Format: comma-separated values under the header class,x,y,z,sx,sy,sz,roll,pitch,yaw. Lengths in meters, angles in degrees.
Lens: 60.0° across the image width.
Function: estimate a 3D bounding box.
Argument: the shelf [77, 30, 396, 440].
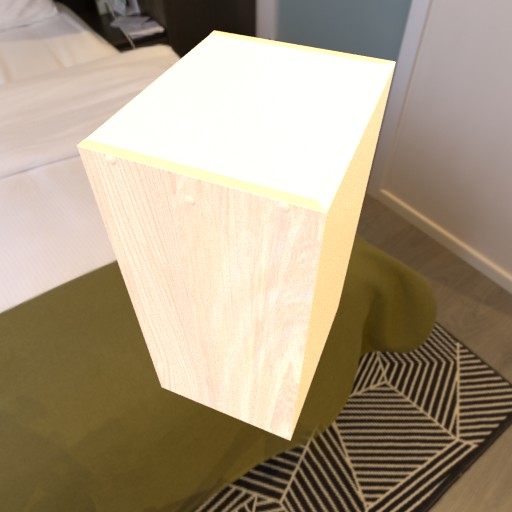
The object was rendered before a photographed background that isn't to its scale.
class,x,y,z,sx,sy,sz,roll,pitch,yaw
shelf,0.000,0.000,0.788,0.290,0.600,0.350,17,50,15
